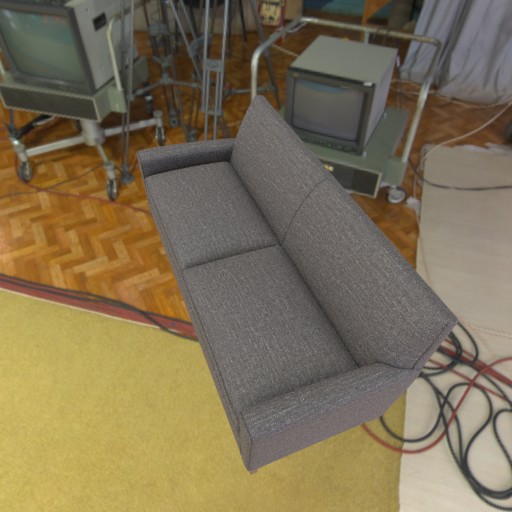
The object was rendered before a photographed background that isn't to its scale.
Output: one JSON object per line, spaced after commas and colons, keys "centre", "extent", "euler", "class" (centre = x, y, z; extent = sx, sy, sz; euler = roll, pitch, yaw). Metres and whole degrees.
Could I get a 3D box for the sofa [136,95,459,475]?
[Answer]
{"centre": [0.000, 0.000, 2.445], "extent": [0.875, 0.846, 1.976], "euler": [-17, 49, -15], "class": "sofa"}
